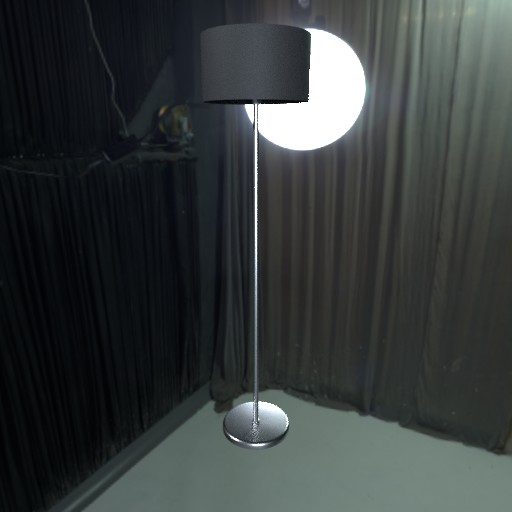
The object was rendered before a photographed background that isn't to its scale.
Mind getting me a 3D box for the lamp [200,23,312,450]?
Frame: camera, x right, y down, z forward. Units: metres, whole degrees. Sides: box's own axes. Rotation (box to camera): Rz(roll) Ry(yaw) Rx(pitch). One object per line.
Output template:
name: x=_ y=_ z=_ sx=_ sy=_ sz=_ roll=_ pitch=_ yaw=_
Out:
lamp: x=0.000 y=0.000 z=1.596 sx=0.348 sy=1.443 sz=0.348 roll=8 pitch=18 yaw=26
